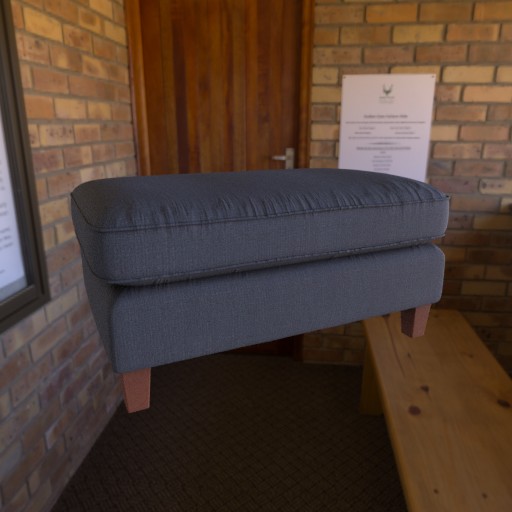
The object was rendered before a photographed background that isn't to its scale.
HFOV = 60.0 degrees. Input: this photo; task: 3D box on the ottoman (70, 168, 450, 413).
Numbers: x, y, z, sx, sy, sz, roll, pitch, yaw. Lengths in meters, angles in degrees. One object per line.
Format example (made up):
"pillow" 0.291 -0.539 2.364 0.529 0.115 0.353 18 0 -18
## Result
"ottoman" 0.000 0.000 1.207 0.885 0.438 0.570 -8 18 -25
